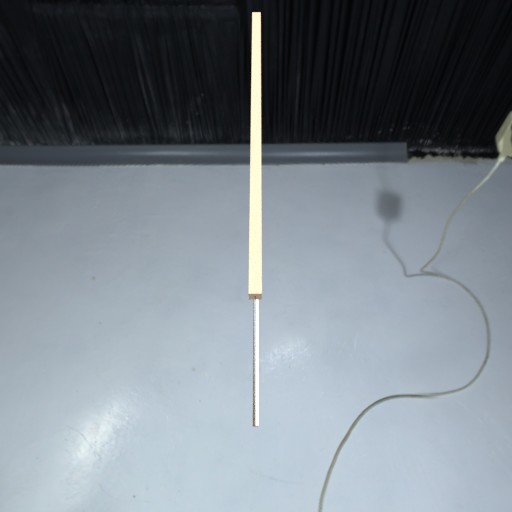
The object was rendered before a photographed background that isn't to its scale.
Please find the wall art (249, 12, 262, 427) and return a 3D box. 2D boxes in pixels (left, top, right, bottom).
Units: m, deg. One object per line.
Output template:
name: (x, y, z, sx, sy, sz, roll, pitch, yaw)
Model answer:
wall art: (0.000, 0.000, 0.784, 0.012, 0.608, 0.459, 0, 58, 0)
